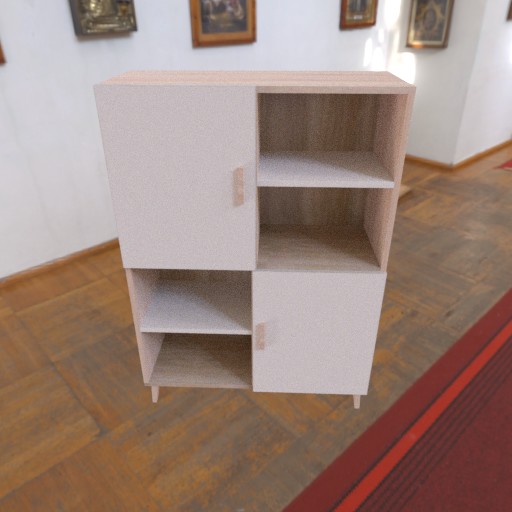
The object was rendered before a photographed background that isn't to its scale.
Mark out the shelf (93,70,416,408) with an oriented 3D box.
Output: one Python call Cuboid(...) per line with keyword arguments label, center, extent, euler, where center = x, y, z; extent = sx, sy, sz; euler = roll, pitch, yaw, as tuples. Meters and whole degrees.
Cuboid(label="shelf", center=(0.000, 0.000, 1.867), extent=(0.995, 1.405, 0.434), euler=(1, 29, 2))
